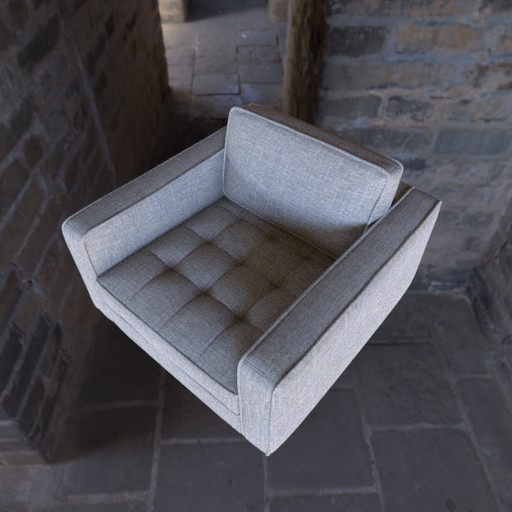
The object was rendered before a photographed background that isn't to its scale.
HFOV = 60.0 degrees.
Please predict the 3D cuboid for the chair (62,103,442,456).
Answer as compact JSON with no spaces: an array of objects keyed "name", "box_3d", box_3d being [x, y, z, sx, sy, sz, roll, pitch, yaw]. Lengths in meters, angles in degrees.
[{"name":"chair","box_3d":[0.000,0.000,1.563,0.889,0.765,0.914,32,54,27]}]
